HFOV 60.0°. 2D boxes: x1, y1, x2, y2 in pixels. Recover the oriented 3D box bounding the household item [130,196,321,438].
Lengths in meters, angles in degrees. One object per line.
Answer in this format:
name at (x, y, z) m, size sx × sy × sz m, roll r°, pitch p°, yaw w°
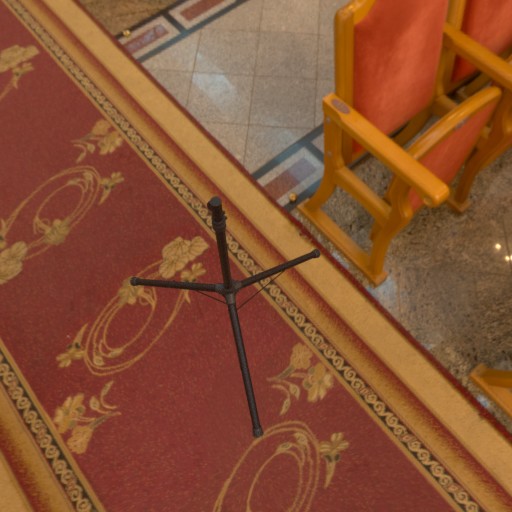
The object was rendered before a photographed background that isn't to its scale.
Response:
household item at (0.000, 0.000, 1.830) m, size 0.907 × 1.136 × 1.045 m, roll -37°, pitch 69°, yaw -16°
